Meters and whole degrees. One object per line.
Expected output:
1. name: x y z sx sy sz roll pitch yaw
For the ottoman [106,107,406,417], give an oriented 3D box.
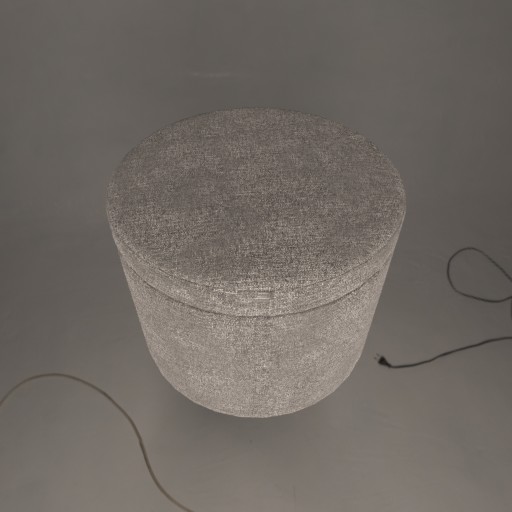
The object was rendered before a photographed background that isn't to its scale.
1. ottoman: 0.000 0.000 0.885 0.500 0.419 0.500 0 46 0
